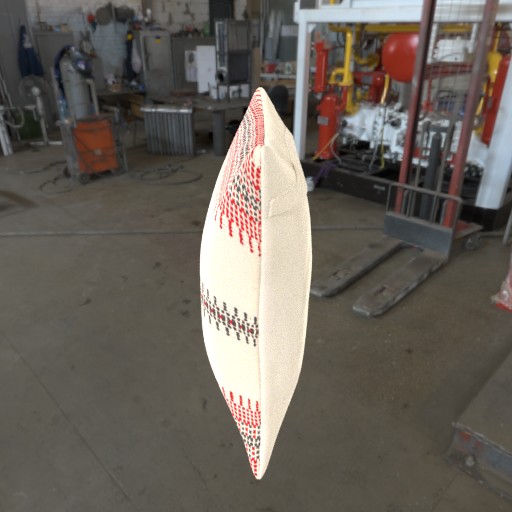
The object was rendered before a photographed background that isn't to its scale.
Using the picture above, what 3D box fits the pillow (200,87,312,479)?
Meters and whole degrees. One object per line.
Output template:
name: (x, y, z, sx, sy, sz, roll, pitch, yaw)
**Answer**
pillow: (0.000, 0.000, 0.701, 0.160, 0.454, 0.463, 0, 27, 0)
